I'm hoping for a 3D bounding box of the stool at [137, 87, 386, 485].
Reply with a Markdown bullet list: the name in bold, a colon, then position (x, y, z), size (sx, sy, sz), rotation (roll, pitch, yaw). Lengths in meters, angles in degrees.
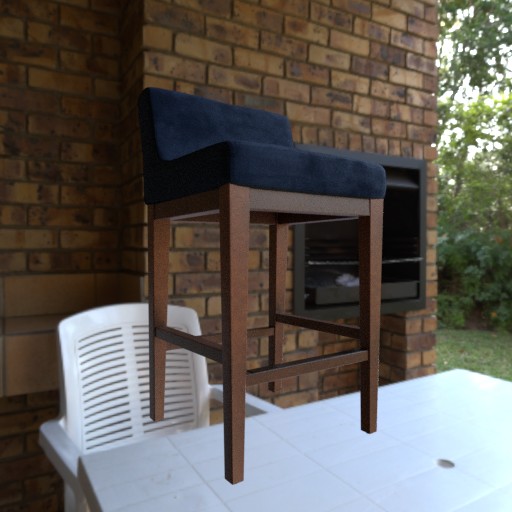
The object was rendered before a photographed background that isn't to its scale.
- **stool**: position (0.000, 0.000, 1.229), size (0.511, 0.945, 0.516), rotation (-1, 2, -36)
